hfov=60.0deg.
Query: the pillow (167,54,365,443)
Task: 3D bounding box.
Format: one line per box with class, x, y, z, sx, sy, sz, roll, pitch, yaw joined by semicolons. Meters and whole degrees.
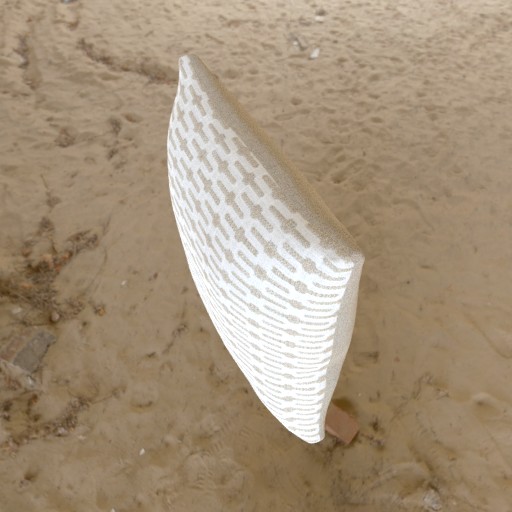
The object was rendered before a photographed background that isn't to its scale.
pillow;0.000;0.000;0.748;0.219;0.491;0.496;-19;50;-16
